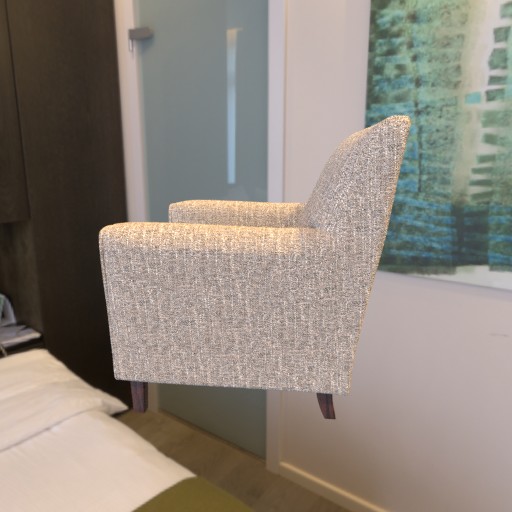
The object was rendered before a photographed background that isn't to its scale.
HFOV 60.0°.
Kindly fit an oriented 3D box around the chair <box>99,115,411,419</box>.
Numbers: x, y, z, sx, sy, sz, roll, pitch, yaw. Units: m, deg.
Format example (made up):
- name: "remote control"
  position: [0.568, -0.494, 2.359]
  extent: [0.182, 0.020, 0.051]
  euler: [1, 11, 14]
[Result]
- name: "chair"
  position: [0.000, 0.000, 1.655]
  extent: [0.873, 0.928, 0.864]
  euler: [1, 13, 6]
